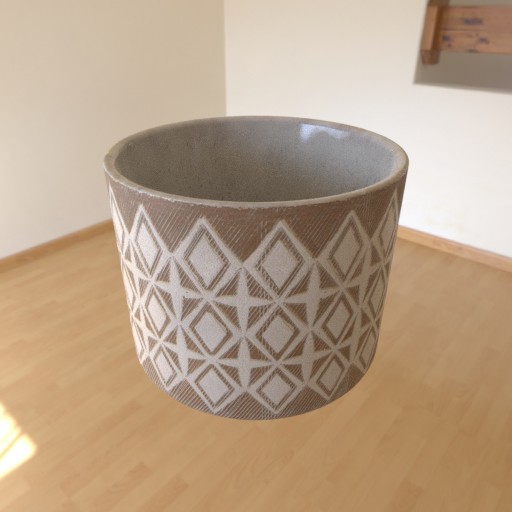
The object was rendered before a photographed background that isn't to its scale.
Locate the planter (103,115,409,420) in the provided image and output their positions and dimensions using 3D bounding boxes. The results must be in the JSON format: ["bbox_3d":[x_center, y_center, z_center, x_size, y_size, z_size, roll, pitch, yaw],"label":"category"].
[{"bbox_3d":[0.000,0.000,0.332,0.193,0.165,0.193,0,30,0],"label":"planter"}]
